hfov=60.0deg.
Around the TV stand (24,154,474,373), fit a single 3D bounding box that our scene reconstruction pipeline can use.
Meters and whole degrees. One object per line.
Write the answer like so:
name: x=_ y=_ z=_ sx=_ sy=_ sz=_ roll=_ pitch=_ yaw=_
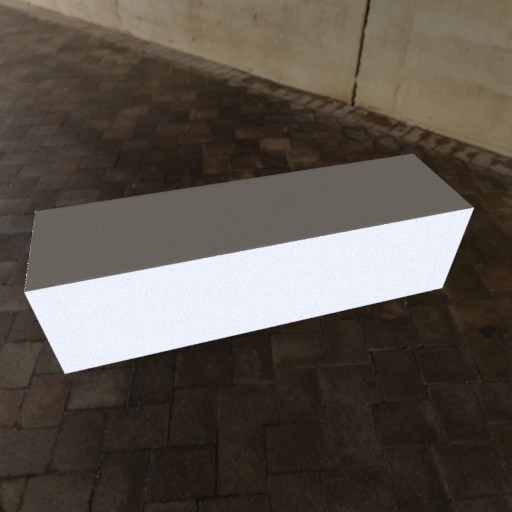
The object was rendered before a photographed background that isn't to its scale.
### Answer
TV stand: x=0.000 y=0.000 z=1.718 sx=1.500 sy=0.440 sz=0.410 roll=-11 pitch=43 yaw=-12
